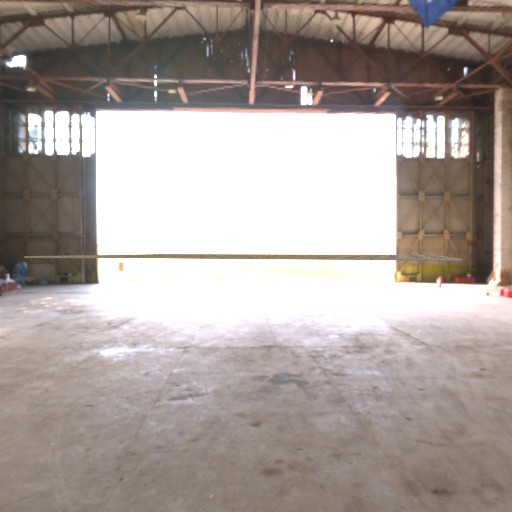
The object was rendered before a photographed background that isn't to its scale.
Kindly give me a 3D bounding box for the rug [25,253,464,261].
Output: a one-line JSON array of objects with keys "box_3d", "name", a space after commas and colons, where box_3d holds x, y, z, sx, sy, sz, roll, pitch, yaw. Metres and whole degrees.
[{"box_3d": [0.000, 0.000, 2.322, 1.828, 0.007, 1.220, 0, 1, 18], "name": "rug"}]
